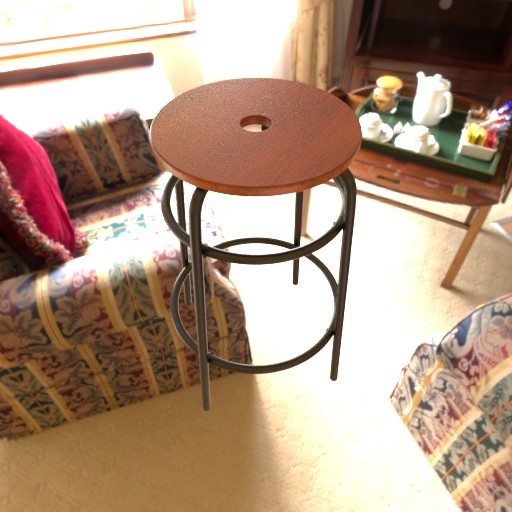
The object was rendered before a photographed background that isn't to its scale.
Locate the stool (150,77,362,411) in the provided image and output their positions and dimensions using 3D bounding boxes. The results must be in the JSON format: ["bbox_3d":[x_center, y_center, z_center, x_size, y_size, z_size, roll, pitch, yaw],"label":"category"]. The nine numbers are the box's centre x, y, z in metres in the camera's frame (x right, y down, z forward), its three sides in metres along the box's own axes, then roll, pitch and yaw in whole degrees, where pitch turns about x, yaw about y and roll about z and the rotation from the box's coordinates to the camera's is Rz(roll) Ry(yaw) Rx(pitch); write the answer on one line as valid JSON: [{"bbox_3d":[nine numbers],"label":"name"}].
[{"bbox_3d":[0.000,0.000,0.925,0.455,0.610,0.455,24,50,21],"label":"stool"}]
